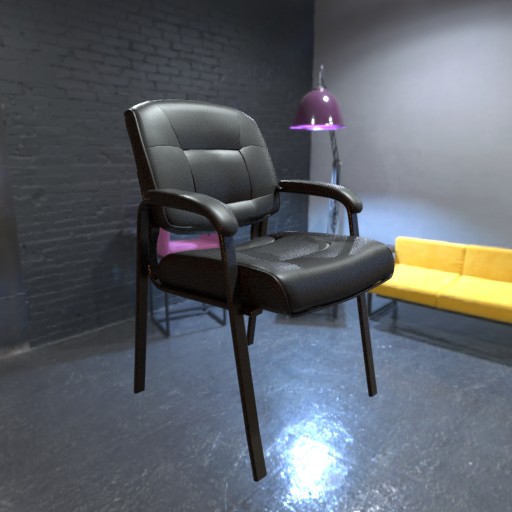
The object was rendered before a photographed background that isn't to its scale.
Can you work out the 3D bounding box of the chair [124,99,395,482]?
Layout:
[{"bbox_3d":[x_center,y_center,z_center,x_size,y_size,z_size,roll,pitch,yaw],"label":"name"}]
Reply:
[{"bbox_3d":[0.000,0.000,1.306,0.668,0.910,0.591,13,18,43],"label":"chair"}]
